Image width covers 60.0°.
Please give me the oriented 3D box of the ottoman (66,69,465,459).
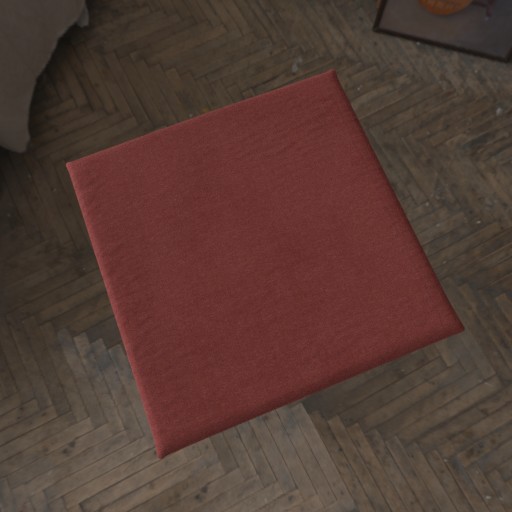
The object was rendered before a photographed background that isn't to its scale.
[{"bbox_3d":[0.000,0.000,1.422,0.890,0.411,0.889,-21,77,-5],"label":"ottoman"}]
